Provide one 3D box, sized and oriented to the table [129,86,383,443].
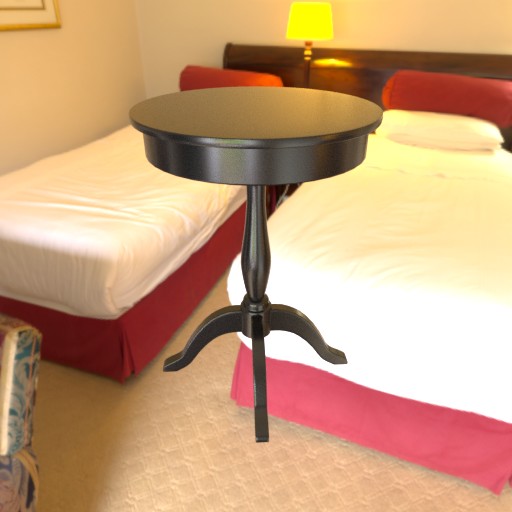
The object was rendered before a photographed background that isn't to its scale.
[{"bbox_3d":[0.000,0.000,1.017,0.481,0.665,0.481,0,30,0],"label":"table"}]
